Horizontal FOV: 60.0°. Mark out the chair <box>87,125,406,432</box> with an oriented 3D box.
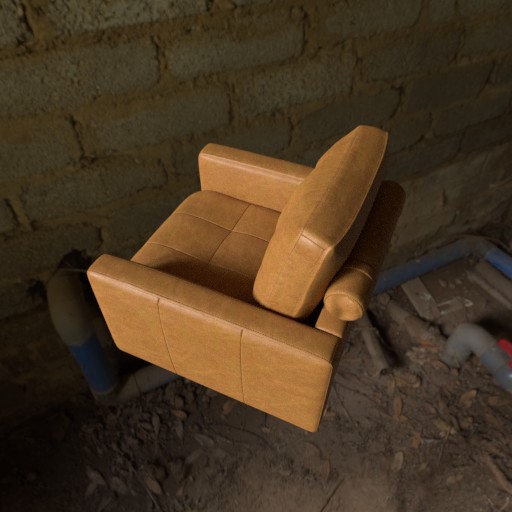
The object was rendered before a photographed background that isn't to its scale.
[{"bbox_3d":[0.000,0.000,1.596,0.868,0.896,0.831,18,49,17],"label":"chair"}]
